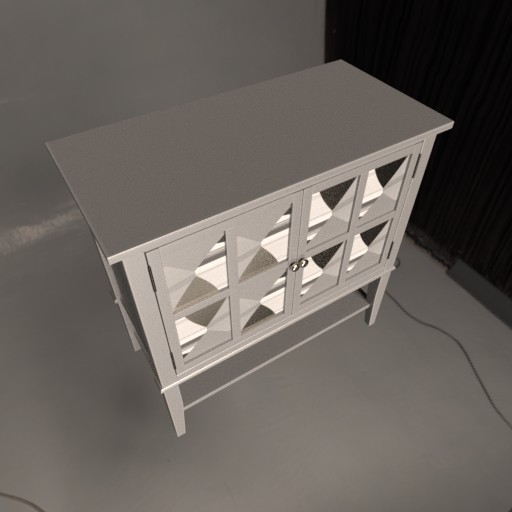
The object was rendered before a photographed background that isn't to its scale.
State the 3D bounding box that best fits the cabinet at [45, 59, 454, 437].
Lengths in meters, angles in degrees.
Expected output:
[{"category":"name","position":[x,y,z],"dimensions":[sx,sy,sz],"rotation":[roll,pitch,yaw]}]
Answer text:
[{"category":"cabinet","position":[0.000,0.000,1.243],"dimensions":[0.801,0.780,0.396],"rotation":[-24,51,-21]}]
